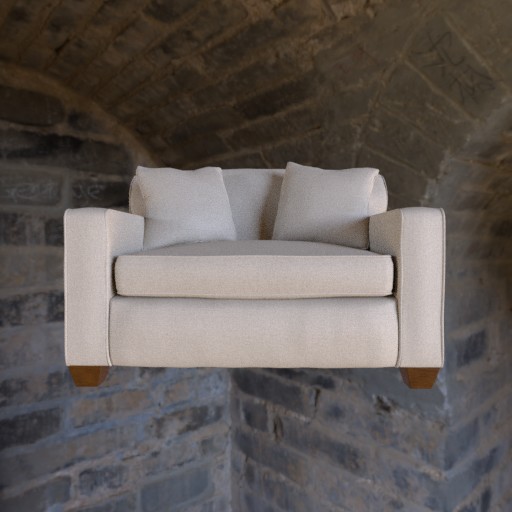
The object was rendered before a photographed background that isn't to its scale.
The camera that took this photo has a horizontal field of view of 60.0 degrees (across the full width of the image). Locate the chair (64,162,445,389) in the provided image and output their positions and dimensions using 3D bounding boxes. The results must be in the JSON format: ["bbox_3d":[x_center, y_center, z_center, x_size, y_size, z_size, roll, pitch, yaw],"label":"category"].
[{"bbox_3d":[0.000,0.000,2.037,1.383,0.948,1.000,0,1,1],"label":"chair"}]
